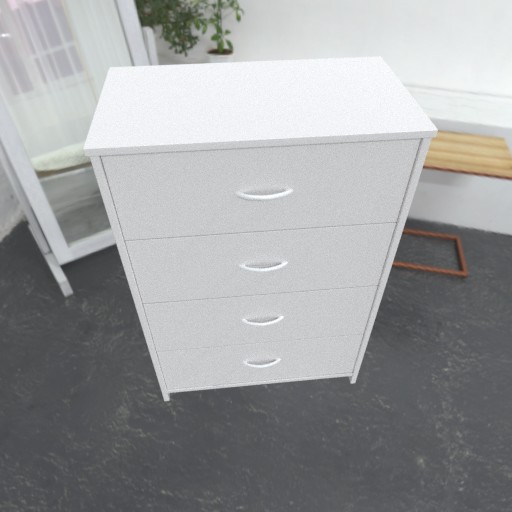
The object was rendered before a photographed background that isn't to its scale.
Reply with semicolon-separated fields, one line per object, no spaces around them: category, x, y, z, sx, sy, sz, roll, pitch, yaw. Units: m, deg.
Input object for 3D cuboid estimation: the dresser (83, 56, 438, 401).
dresser;0.000;0.000;1.364;0.704;1.021;0.401;-4;45;-4
